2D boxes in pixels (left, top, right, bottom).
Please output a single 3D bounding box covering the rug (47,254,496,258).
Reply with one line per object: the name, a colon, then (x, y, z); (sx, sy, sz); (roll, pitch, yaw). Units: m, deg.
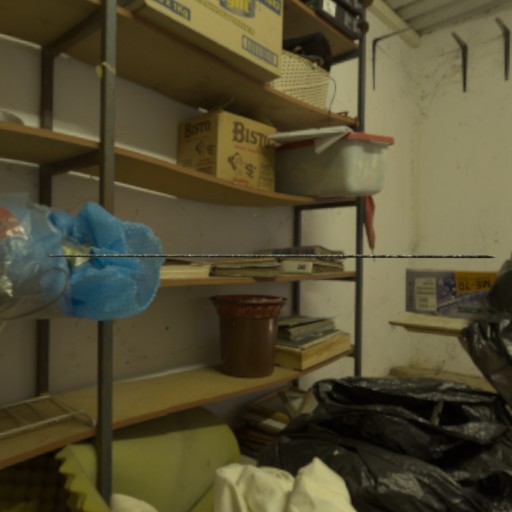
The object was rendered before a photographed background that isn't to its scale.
rug: (0.000, 0.000, 2.498); (2.306, 0.013, 0.719); (0, 0, 19)
